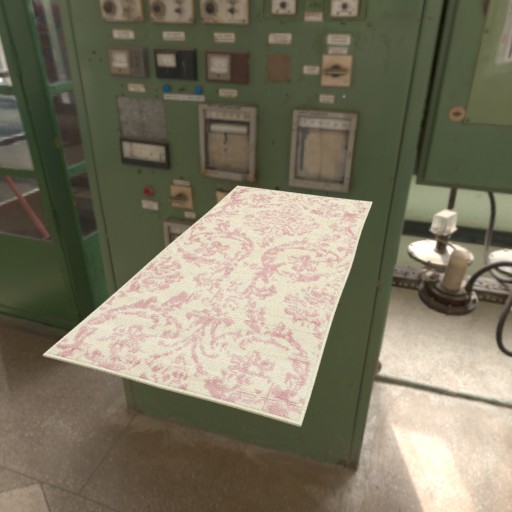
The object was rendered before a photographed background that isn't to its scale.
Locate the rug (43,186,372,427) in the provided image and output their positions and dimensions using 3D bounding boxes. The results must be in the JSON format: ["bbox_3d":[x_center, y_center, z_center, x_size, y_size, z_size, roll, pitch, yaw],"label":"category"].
[{"bbox_3d":[0.000,0.000,1.426,0.604,0.007,1.219,9,30,17],"label":"rug"}]
